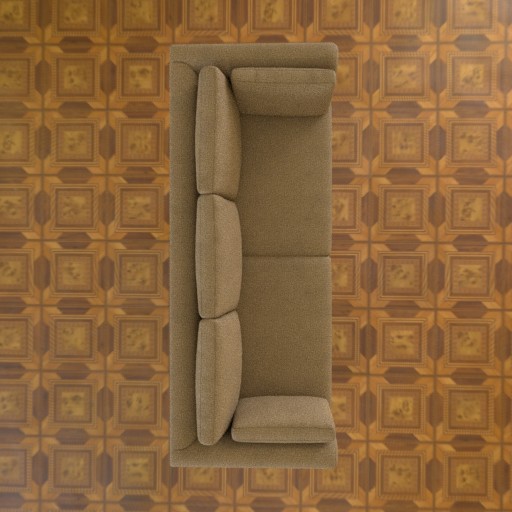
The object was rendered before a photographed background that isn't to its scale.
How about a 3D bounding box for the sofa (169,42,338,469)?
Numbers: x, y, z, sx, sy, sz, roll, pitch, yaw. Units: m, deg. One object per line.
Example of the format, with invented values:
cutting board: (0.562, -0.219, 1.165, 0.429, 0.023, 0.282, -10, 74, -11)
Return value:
sofa: (0.000, 0.000, 2.824, 0.969, 0.867, 2.415, 0, 90, 2)
